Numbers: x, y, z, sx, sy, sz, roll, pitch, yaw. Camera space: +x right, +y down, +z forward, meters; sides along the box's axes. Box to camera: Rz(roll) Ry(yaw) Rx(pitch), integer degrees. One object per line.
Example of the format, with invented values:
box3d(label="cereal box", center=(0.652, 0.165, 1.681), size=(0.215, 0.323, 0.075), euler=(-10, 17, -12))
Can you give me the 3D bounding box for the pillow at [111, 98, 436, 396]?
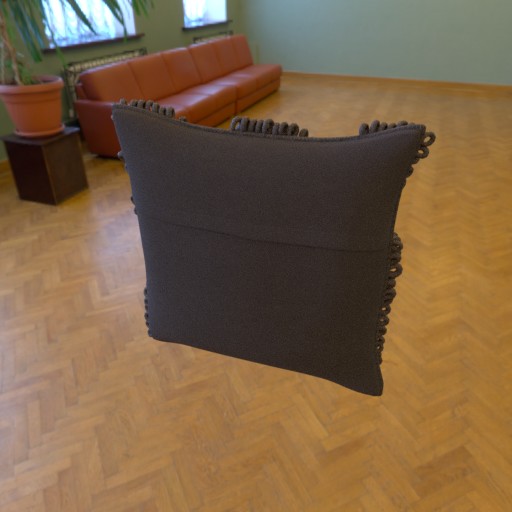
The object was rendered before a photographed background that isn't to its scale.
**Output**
box3d(label="pillow", center=(0.000, 0.000, 0.724), size=(0.470, 0.467, 0.172), euler=(10, 33, 16))
